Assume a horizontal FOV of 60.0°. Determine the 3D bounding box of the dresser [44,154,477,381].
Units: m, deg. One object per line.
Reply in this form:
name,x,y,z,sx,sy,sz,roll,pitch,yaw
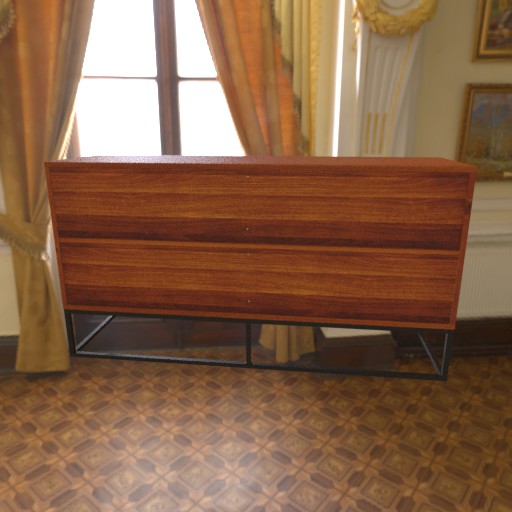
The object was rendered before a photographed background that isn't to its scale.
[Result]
dresser,0.000,0.000,1.895,1.536,0.810,0.464,2,16,7
